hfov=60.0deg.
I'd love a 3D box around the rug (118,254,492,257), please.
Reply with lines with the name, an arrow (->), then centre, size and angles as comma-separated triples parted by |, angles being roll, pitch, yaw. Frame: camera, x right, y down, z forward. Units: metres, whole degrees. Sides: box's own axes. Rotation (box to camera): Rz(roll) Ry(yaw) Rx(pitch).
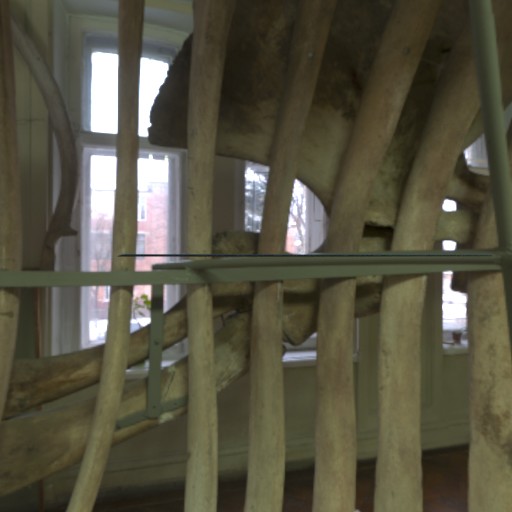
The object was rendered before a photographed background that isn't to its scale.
rug -> 0.000, 0.000, 4.115 | 2.438, 0.010, 3.048 | 0, 0, -18
